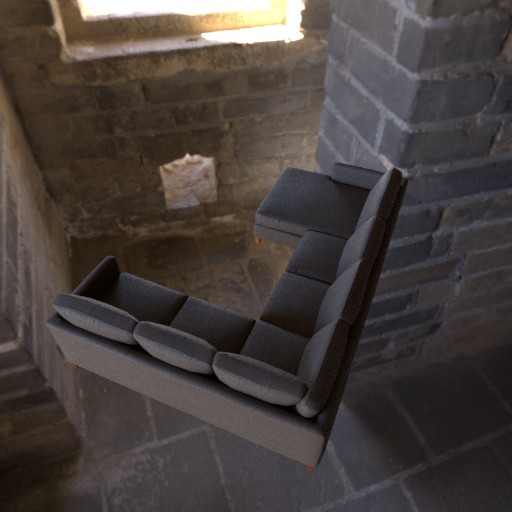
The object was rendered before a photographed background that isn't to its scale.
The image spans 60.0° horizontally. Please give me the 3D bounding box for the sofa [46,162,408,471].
[{"bbox_3d":[0.000,0.000,4.796,2.594,0.961,3.460,17,48,16],"label":"sofa"}]
